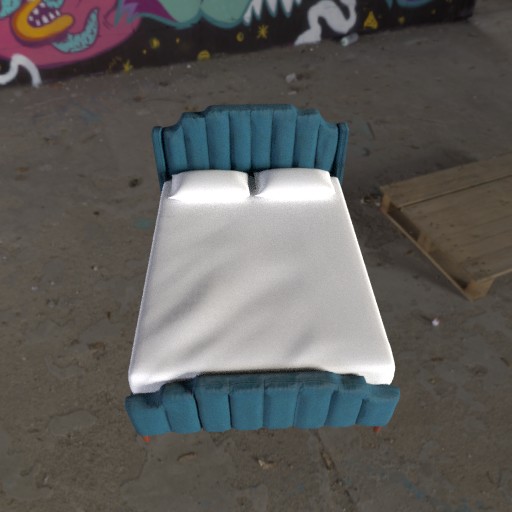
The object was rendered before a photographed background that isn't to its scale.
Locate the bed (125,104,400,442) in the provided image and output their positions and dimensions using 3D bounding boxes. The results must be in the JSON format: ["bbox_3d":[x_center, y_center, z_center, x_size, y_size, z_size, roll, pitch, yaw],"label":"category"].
[{"bbox_3d":[0.000,0.000,3.346,1.676,1.351,2.322,-2,44,-2],"label":"bed"}]
